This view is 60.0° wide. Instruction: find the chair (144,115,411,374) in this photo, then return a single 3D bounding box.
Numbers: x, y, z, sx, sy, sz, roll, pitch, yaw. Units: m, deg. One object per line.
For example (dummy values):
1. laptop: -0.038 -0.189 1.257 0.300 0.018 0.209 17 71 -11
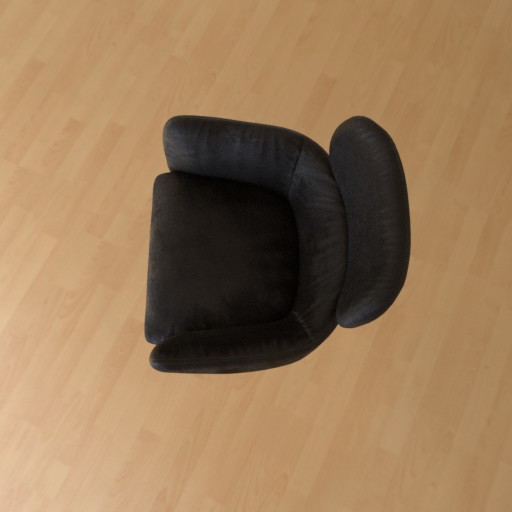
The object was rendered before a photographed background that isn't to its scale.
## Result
1. chair: 0.000 0.000 1.250 0.604 0.818 0.640 0 76 0
